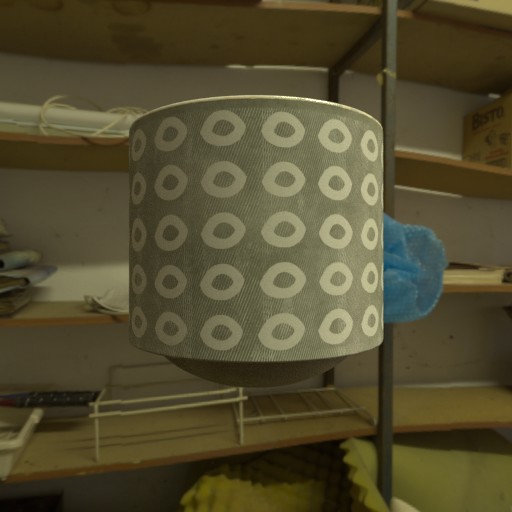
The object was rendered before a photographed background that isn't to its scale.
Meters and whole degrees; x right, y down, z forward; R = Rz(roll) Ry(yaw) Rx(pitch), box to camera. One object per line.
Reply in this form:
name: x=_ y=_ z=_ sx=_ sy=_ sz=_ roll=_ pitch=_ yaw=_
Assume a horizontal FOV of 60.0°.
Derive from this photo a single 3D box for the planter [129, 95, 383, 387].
planter: x=0.000 y=0.000 z=0.344 sx=0.190 sy=0.181 sz=0.190 roll=0 pitch=0 yaw=0
